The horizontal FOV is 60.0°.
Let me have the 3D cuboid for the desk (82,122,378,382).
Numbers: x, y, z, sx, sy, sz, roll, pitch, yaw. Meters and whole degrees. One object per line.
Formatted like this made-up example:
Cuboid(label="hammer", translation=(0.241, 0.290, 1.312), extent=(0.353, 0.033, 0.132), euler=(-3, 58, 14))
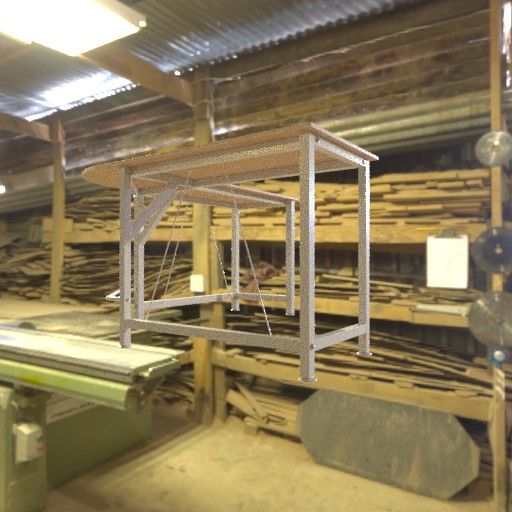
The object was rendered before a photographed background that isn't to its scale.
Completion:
Cuboid(label="desk", translation=(0.000, 0.000, 2.255), extent=(1.400, 0.762, 1.400), euler=(0, 0, 36))
